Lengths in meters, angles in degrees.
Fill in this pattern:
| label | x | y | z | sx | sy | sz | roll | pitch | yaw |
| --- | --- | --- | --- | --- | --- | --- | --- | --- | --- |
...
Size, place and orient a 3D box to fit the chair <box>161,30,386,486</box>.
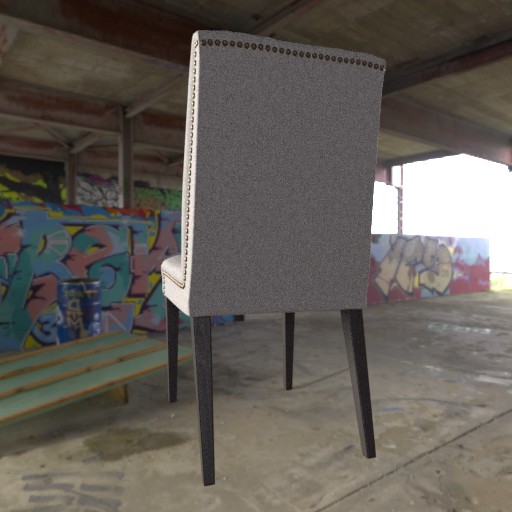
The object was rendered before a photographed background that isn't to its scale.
| label | x | y | z | sx | sy | sz | roll | pitch | yaw |
| --- | --- | --- | --- | --- | --- | --- | --- | --- | --- |
| chair | 0.000 | 0.000 | 1.332 | 0.511 | 1.016 | 0.647 | 0 | 1 | -18 |
